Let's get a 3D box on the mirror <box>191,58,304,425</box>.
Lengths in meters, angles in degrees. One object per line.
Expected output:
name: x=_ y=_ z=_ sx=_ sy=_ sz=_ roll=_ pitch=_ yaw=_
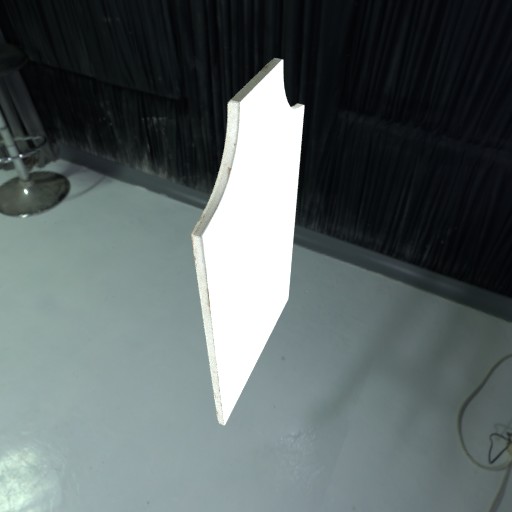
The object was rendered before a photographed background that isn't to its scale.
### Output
mirror: x=0.000 y=0.000 z=0.880 sx=0.022 sy=0.717 sz=0.403 roll=18 pitch=48 yaw=16
